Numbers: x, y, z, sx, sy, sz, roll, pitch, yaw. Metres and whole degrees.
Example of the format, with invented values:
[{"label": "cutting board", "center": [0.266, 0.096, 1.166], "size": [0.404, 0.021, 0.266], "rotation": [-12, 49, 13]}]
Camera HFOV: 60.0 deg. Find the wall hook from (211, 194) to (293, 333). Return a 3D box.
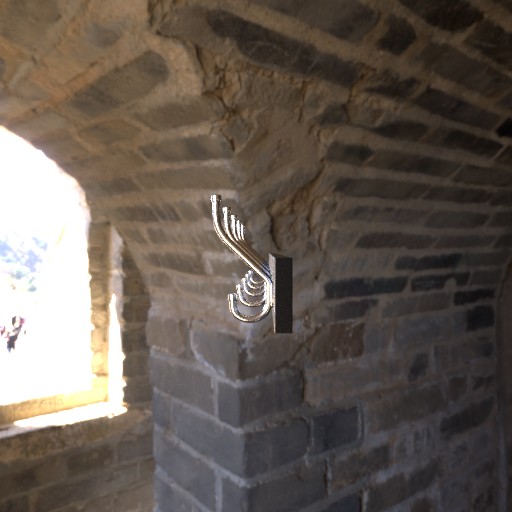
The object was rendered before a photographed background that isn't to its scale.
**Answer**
[{"label": "wall hook", "center": [0.000, 0.000, 0.634], "size": [0.071, 0.117, 0.571], "rotation": [0, 1, 1]}]
